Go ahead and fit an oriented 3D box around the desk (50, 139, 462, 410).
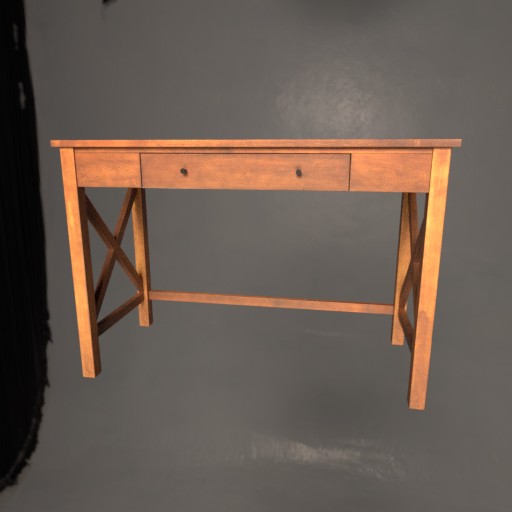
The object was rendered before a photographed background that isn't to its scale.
[{"bbox_3d":[0.000,0.000,1.514,1.117,0.762,0.508,2,14,10],"label":"desk"}]
